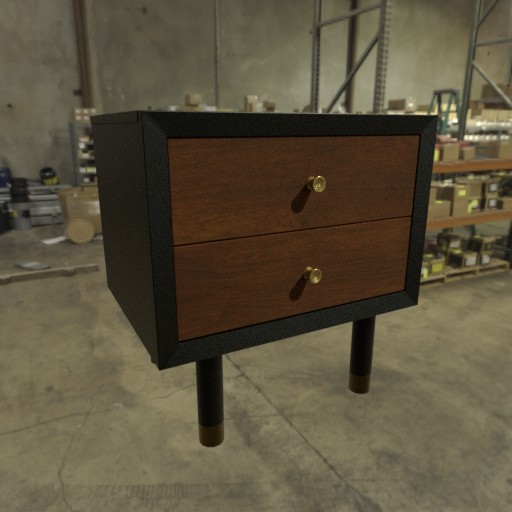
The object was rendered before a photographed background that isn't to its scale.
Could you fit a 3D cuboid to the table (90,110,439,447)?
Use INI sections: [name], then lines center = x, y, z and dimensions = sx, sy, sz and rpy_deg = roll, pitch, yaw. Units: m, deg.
[table]
center = 0.000, 0.000, 0.964
dimensions = 0.564, 0.584, 0.441
rpy_deg = -9, 18, -27
